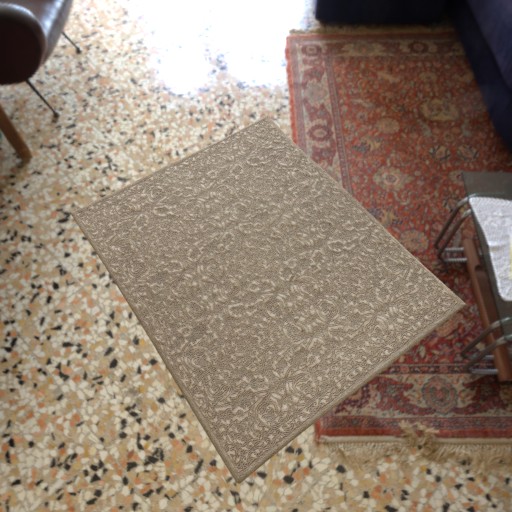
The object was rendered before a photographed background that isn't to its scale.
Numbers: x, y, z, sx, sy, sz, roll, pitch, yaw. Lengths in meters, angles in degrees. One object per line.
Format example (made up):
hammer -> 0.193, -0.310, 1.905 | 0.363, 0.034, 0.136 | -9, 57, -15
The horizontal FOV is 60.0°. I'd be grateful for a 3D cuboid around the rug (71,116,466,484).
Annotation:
rug -> 0.000, 0.000, 4.224 | 2.472, 0.035, 3.017 | -31, 64, -18
